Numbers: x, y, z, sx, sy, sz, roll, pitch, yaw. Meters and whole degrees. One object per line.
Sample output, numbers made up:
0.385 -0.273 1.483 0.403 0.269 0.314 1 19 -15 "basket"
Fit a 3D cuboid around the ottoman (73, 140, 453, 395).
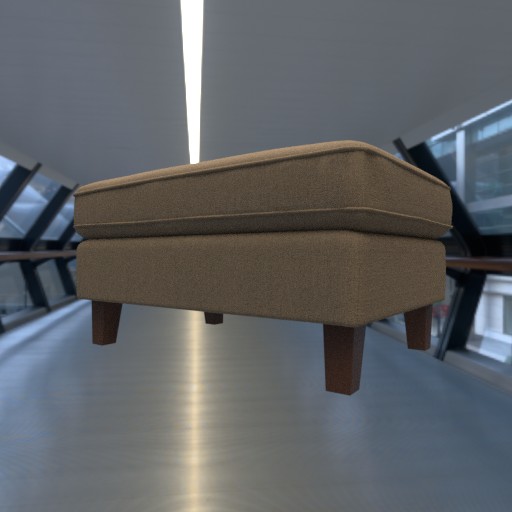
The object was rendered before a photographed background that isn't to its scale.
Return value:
0.000 0.000 1.286 0.945 0.521 0.636 0 0 37 "ottoman"
